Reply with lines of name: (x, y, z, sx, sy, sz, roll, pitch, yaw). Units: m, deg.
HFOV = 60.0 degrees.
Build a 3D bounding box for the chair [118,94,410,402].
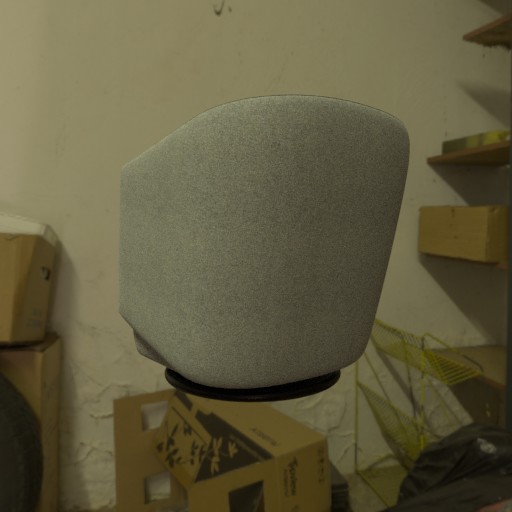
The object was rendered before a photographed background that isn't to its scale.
chair: (0.000, 0.000, 1.605, 0.822, 0.861, 0.986, -1, 2, -37)
